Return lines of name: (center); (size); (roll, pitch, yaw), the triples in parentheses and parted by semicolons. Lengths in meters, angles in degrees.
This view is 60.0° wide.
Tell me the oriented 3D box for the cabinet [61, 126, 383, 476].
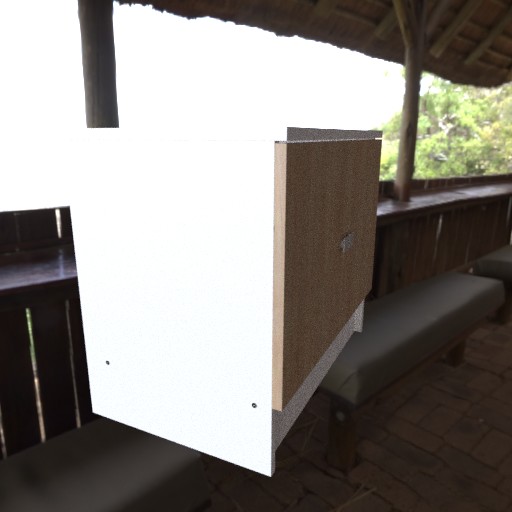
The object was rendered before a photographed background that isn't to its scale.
cabinet: (0.000, 0.000, 0.952); (0.400, 0.522, 0.600); (7, 17, 25)
